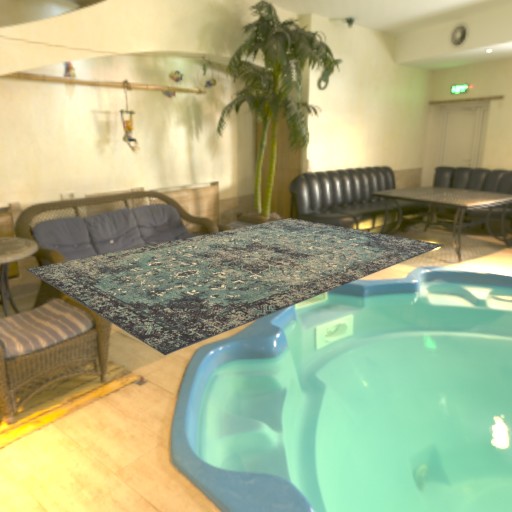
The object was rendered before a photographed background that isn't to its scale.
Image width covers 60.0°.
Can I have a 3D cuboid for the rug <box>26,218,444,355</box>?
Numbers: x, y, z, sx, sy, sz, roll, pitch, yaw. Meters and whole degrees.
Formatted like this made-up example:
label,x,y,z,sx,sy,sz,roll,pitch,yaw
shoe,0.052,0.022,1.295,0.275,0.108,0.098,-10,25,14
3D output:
label,x,y,z,sx,sy,sz,roll,pitch,yaw
rug,0.000,0.000,3.001,2.440,0.007,1.525,-15,21,-42
